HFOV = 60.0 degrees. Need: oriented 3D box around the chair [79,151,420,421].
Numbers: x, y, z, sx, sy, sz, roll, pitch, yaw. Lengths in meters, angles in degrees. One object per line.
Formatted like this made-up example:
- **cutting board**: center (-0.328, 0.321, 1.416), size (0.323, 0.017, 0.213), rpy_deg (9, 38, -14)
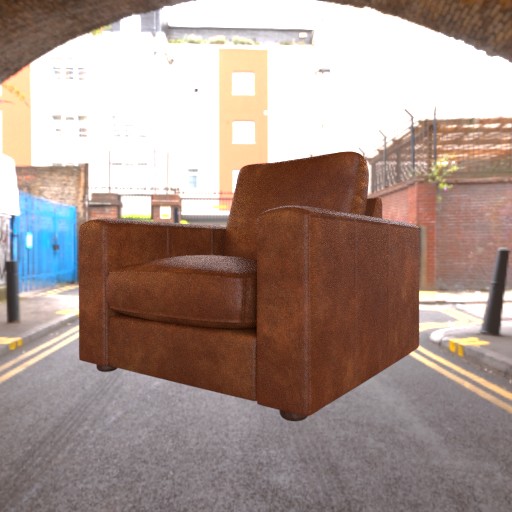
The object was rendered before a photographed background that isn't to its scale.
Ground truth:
- **chair**: center (0.000, 0.000, 1.770), size (1.005, 0.873, 1.016), rpy_deg (1, 1, 36)
